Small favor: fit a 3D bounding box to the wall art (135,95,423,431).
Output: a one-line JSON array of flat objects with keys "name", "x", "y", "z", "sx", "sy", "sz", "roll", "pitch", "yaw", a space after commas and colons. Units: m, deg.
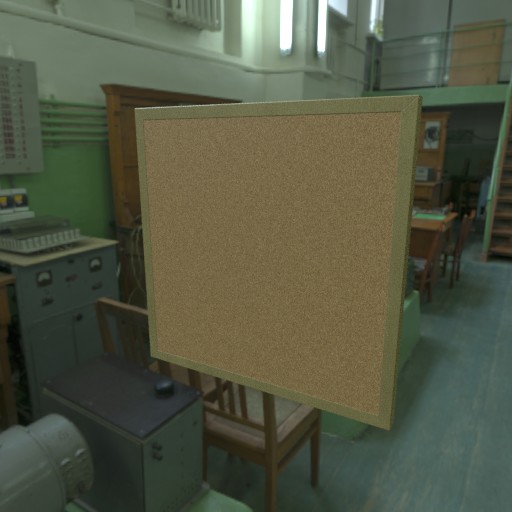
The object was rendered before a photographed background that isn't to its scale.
[{"name": "wall art", "x": 0.000, "y": 0.000, "z": 1.168, "sx": 0.763, "sy": 0.763, "sz": 0.037, "roll": 8, "pitch": 17, "yaw": 29}]
